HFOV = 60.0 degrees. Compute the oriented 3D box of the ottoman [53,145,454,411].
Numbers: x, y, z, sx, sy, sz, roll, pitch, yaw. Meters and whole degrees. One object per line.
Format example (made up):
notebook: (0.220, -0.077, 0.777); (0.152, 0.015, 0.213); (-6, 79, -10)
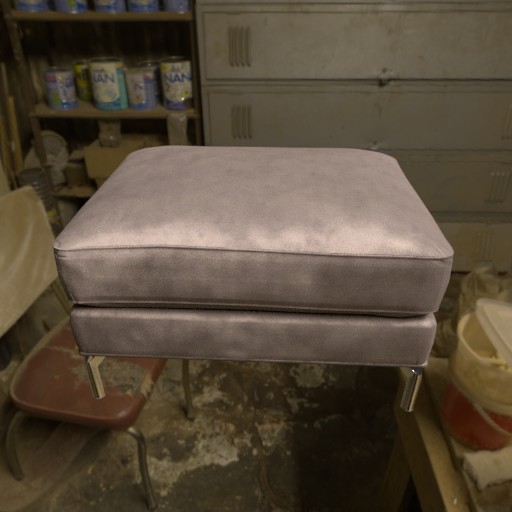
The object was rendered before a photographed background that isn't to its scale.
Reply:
ottoman: (0.000, 0.000, 1.063); (0.719, 0.456, 0.520); (1, 32, 2)
